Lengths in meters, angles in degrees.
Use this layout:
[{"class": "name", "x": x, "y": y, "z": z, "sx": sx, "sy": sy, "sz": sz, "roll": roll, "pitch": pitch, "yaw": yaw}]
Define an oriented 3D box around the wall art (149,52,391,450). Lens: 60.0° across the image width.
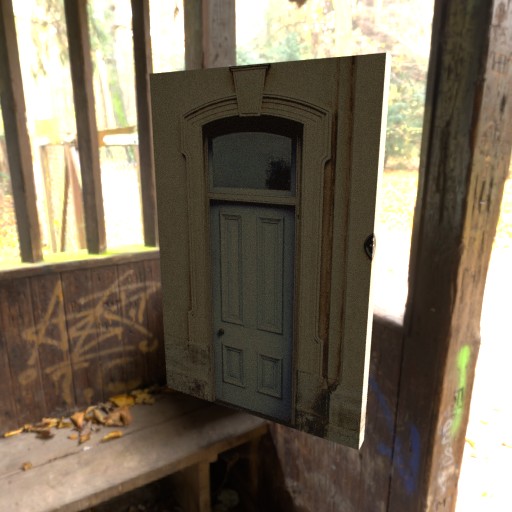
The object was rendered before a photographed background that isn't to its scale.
[{"class": "wall art", "x": 0.000, "y": 0.000, "z": 0.958, "sx": 0.508, "sy": 0.764, "sz": 0.038, "roll": 8, "pitch": 17, "yaw": 28}]
